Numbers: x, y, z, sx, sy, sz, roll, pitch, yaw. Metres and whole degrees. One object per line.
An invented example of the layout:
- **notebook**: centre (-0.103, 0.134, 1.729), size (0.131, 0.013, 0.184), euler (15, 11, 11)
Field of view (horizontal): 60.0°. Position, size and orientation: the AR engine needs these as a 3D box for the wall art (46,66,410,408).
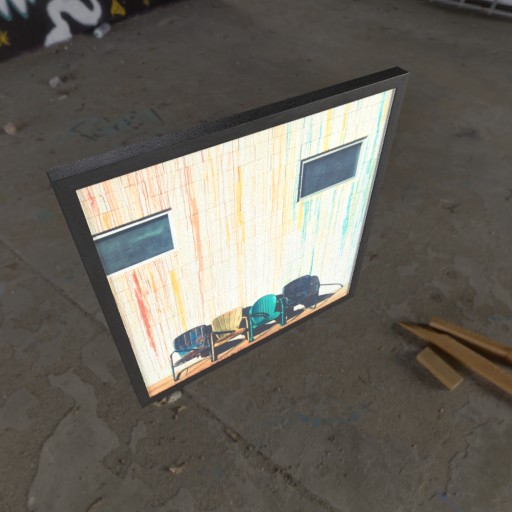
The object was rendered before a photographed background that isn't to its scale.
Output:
- **wall art**: centre (0.000, 0.000, 1.105), size (0.763, 0.763, 0.039), euler (-24, 50, -22)
